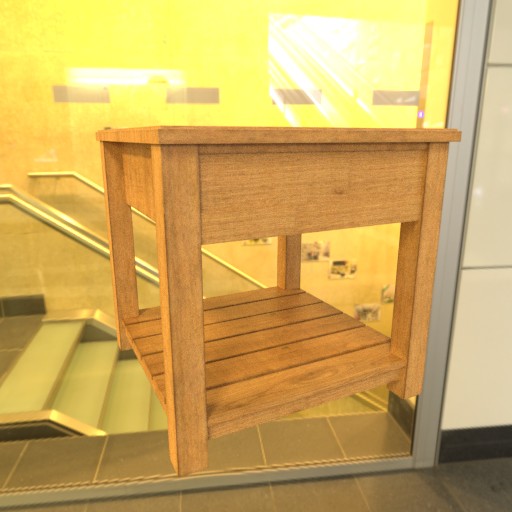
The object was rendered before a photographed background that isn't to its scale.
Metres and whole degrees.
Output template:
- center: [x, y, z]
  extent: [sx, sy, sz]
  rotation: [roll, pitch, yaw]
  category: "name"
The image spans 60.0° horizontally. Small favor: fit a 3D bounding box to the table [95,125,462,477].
- center: [0.000, 0.000, 1.082]
  extent: [0.612, 0.593, 0.616]
  rotation: [-8, 17, -26]
  category: "table"
